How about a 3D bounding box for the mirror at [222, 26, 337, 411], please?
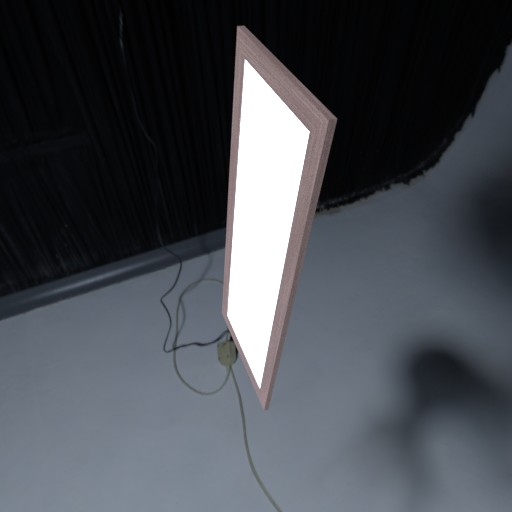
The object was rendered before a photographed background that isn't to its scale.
[{"bbox_3d":[0.000,0.000,2.363,0.221,2.020,0.812,-17,50,-15],"label":"mirror"}]
